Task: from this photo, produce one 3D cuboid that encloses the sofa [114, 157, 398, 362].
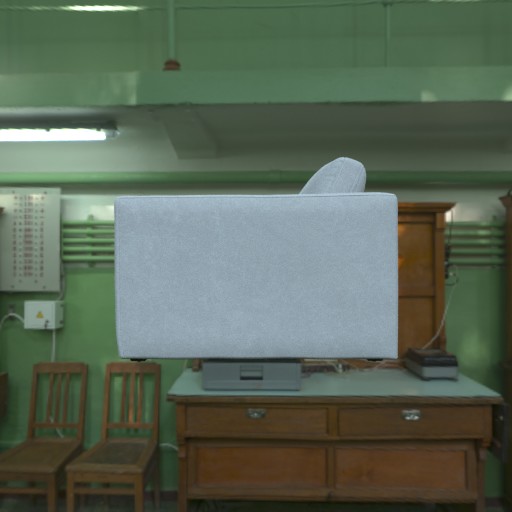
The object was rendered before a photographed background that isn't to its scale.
[{"bbox_3d":[0.000,0.000,2.784,1.090,0.838,2.588,0,0,0],"label":"sofa"}]
